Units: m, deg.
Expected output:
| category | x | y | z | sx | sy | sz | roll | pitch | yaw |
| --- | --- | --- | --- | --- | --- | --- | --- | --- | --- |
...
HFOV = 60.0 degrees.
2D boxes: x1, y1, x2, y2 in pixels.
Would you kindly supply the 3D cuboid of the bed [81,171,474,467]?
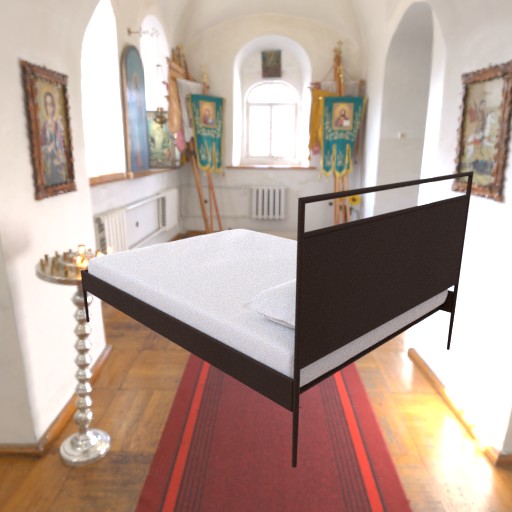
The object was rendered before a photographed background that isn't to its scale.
| category | x | y | z | sx | sy | sz | roll | pitch | yaw |
| --- | --- | --- | --- | --- | --- | --- | --- | --- | --- |
| bed | 0.000 | 0.000 | 3.016 | 1.572 | 1.173 | 2.122 | -15 | 21 | -42 |
